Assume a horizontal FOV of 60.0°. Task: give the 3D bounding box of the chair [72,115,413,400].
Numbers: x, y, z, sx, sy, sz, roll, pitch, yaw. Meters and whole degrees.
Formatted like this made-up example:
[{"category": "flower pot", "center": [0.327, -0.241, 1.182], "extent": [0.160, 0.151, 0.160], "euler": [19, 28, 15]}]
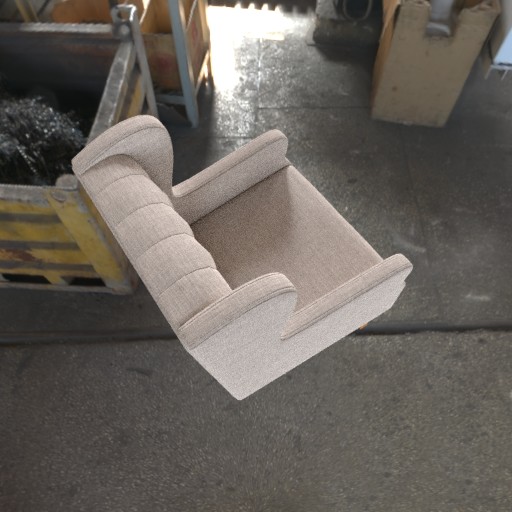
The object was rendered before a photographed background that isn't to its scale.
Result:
[{"category": "chair", "center": [0.000, 0.000, 1.495], "extent": [0.760, 0.930, 0.710], "euler": [-31, 64, -17]}]
